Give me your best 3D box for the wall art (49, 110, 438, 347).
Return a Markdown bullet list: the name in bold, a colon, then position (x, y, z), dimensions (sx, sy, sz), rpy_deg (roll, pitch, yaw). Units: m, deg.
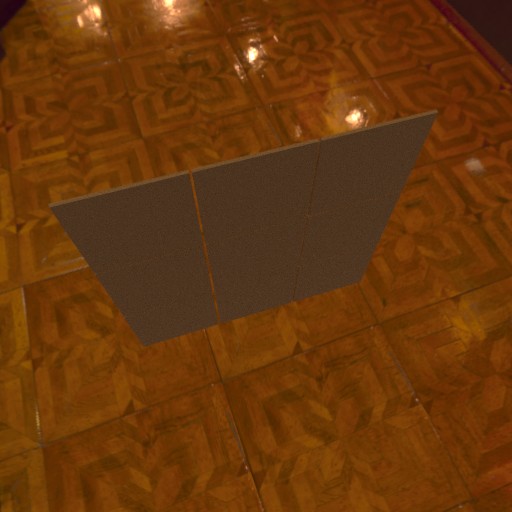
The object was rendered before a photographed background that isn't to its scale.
- **wall art**: position (0.000, 0.000, 1.850), dimensions (1.216, 1.216, 0.013), rpy_deg (-16, 62, -9)
